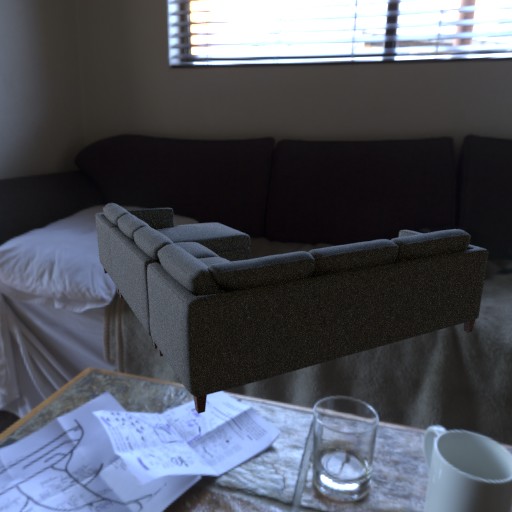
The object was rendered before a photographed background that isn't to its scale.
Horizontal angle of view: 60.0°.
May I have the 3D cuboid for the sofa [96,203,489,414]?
[{"bbox_3d":[0.000,0.000,4.379,2.551,0.853,3.238,-8,17,-27],"label":"sofa"}]
